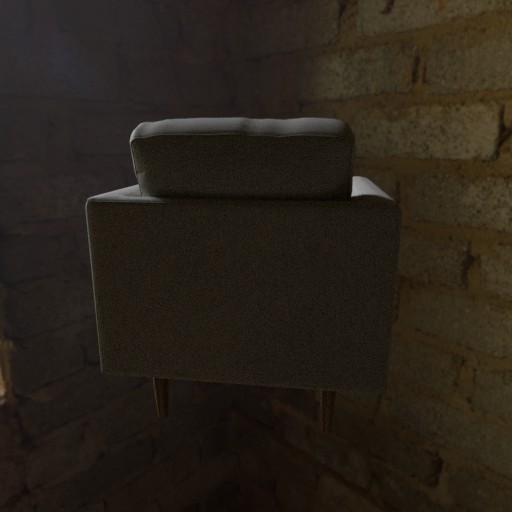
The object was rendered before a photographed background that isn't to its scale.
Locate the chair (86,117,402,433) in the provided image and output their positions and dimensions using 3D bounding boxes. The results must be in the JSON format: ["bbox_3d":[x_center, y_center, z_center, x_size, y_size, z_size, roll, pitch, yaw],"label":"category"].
[{"bbox_3d":[0.000,0.000,1.581,0.855,0.927,0.800,2,16,8],"label":"chair"}]
